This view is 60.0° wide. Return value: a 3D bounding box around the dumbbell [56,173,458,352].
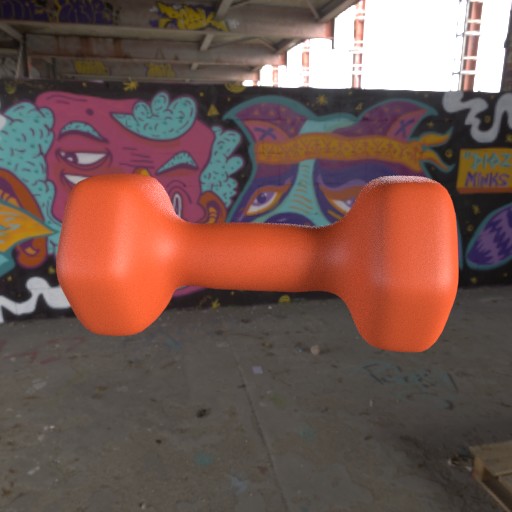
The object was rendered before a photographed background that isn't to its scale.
[{"bbox_3d":[0.000,0.000,0.199,0.162,0.071,0.079,2,14,8],"label":"dumbbell"}]
